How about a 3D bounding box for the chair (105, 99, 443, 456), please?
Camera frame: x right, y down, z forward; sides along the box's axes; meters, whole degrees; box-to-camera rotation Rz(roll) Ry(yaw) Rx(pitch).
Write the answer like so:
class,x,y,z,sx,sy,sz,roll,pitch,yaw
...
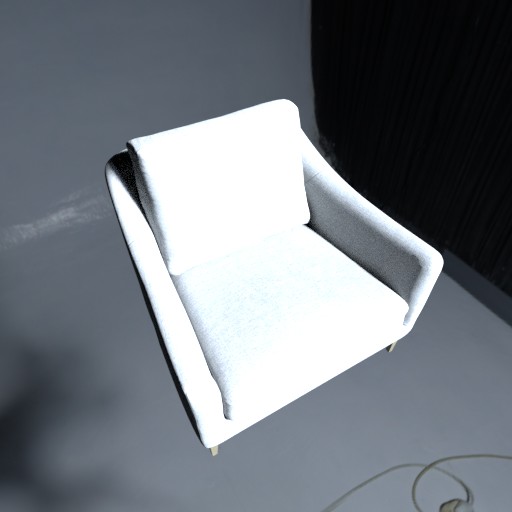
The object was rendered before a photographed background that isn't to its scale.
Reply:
class,x,y,z,sx,sy,sz,roll,pitch,yaw
chair,0.000,0.000,1.726,0.986,0.902,0.961,-23,50,-21
